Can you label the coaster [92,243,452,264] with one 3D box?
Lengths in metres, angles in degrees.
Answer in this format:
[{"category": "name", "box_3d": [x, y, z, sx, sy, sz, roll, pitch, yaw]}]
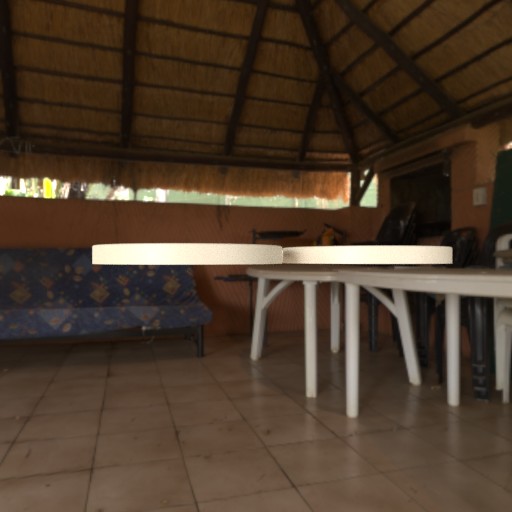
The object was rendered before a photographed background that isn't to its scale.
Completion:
[{"category": "coaster", "box_3d": [0.000, 0.000, 0.331, 0.224, 0.010, 0.220, 0, 0, -17]}]
